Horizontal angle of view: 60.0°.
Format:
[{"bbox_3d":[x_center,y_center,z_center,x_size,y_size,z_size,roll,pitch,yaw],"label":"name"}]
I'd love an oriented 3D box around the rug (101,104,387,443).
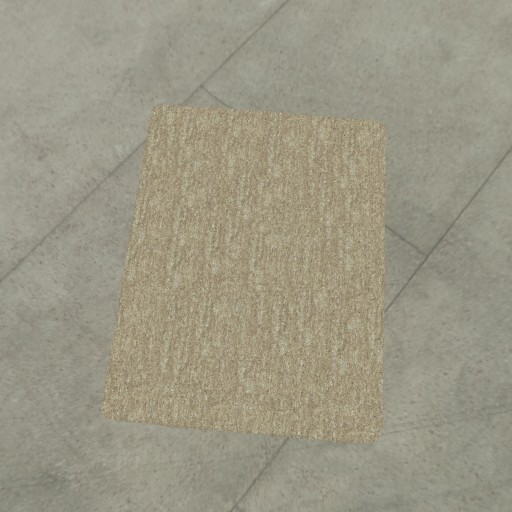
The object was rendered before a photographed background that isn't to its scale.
[{"bbox_3d":[0.000,0.000,3.815,2.242,0.050,2.873,5,75,1],"label":"rug"}]
